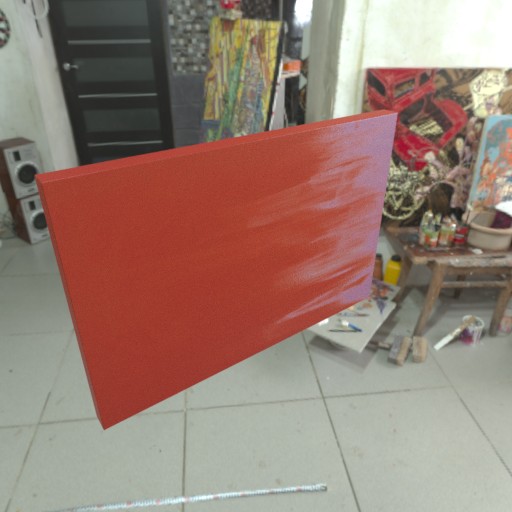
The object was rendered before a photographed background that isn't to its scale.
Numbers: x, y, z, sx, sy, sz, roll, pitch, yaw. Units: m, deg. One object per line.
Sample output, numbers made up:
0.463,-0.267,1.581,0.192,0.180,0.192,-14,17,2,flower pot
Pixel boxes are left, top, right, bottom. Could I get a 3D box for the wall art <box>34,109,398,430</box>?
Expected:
0.000,0.000,0.753,0.607,0.405,0.033,-20,35,-31,wall art
